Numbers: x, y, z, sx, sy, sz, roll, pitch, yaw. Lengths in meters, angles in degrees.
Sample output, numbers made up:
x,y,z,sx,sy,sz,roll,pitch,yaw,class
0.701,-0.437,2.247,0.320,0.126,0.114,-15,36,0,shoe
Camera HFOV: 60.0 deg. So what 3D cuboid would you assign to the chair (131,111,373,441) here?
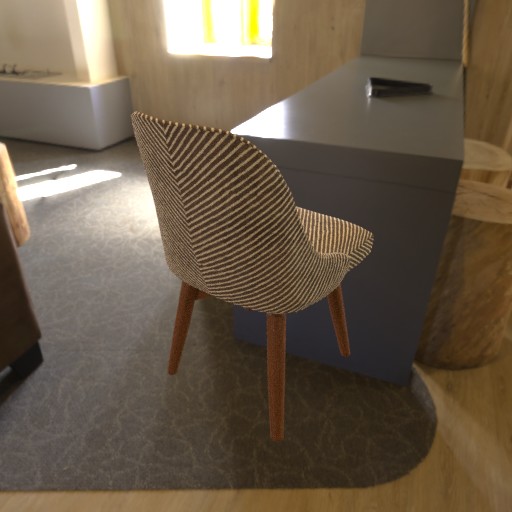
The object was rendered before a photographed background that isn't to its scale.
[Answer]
x,y,z,sx,sy,sz,roll,pitch,yaw,class
0.000,0.000,1.274,0.504,0.883,0.591,21,37,31,chair
